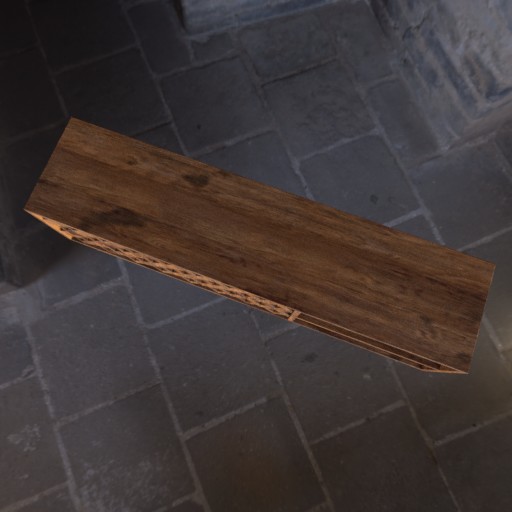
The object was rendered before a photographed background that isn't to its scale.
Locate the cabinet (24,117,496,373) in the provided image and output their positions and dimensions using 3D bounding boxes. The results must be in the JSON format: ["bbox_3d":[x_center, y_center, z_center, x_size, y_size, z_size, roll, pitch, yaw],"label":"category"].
[{"bbox_3d":[0.000,0.000,1.645,1.448,0.528,0.349,20,77,5],"label":"cabinet"}]
